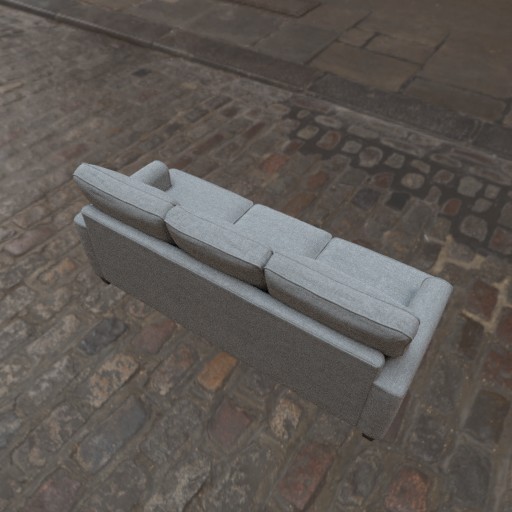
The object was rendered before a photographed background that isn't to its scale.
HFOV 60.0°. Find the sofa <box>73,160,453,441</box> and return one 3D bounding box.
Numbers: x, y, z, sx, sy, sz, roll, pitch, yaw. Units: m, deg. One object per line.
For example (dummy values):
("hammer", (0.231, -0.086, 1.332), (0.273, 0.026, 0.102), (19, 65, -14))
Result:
("sofa", (0.000, 0.000, 2.677), (2.158, 0.965, 0.951), (25, 51, 23))
